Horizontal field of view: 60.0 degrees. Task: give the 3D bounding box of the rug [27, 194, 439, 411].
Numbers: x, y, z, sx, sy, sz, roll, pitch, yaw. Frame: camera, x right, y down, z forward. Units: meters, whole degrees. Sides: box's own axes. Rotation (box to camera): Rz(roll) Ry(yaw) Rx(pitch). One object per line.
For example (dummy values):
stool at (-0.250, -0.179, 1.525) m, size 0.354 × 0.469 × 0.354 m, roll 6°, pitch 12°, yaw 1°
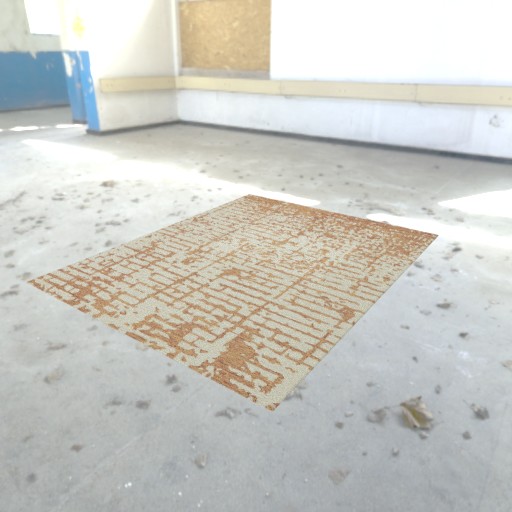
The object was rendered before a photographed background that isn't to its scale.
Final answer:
rug at (0.000, 0.000, 4.100) m, size 2.441 × 0.011 × 3.050 m, roll 17°, pitch 30°, yaw 32°
